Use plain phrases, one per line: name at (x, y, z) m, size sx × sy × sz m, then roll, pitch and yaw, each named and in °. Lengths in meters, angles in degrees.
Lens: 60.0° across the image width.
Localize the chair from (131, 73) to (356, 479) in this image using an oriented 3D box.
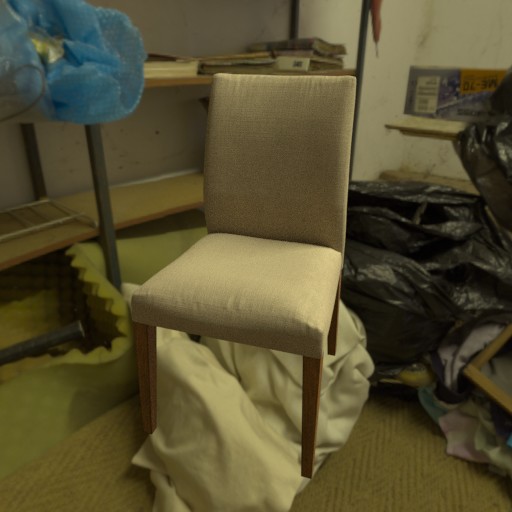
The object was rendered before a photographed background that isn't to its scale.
chair at (0.000, 0.000, 1.268) m, size 0.496 × 0.940 × 0.585 m, roll 8°, pitch 26°, yaw 16°
